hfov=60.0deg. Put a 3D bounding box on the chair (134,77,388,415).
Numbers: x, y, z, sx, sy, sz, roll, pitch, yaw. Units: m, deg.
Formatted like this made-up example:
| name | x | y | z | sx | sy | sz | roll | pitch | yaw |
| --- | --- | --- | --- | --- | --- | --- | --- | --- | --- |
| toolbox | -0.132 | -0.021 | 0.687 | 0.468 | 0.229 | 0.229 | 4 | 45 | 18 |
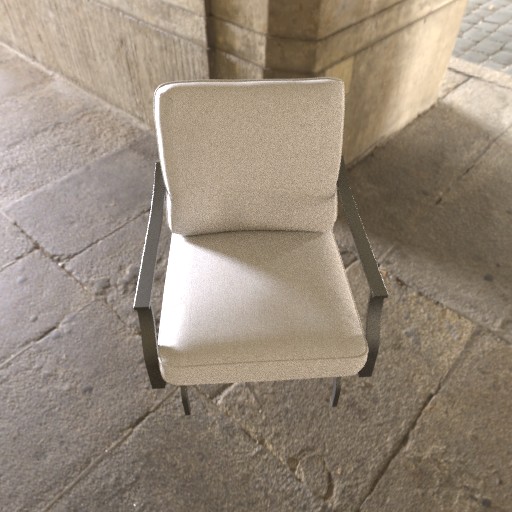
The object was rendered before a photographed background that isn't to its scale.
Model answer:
| name | x | y | z | sx | sy | sz | roll | pitch | yaw |
| --- | --- | --- | --- | --- | --- | --- | --- | --- | --- |
| chair | 0.000 | 0.000 | 1.410 | 0.650 | 0.860 | 0.787 | -3 | 48 | -2 |
